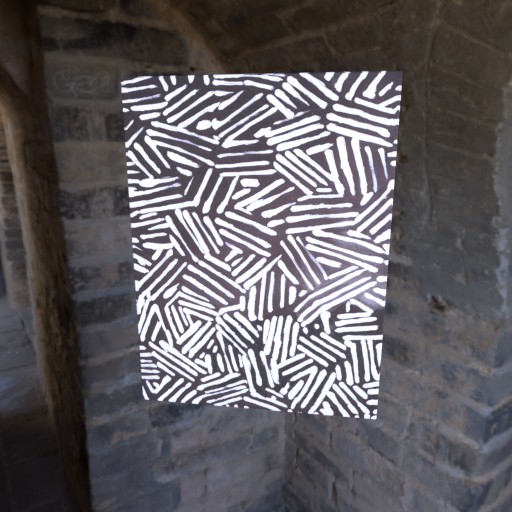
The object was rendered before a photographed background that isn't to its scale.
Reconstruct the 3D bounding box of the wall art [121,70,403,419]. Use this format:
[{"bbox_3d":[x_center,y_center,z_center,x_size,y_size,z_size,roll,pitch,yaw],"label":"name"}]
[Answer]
[{"bbox_3d":[0.000,0.000,1.331,0.765,1.017,0.038,2,14,8],"label":"wall art"}]
